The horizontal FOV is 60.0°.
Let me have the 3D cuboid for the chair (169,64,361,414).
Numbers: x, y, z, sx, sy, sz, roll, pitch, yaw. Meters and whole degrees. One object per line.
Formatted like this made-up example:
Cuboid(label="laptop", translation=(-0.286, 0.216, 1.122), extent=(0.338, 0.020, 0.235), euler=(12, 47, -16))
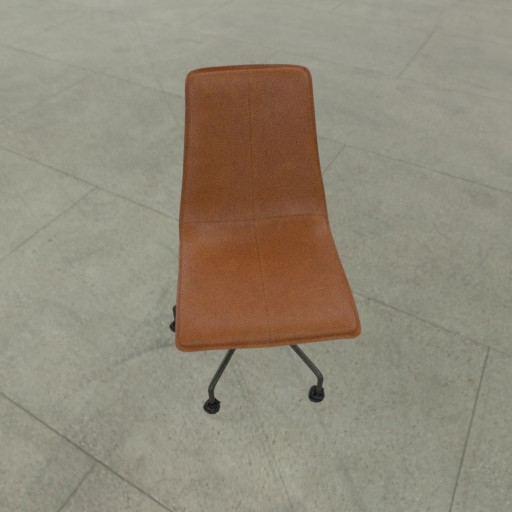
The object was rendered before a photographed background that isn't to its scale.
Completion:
Cuboid(label="chair", translation=(0.000, 0.000, 1.351), extent=(0.651, 0.920, 0.660), euler=(-4, 46, -4))
